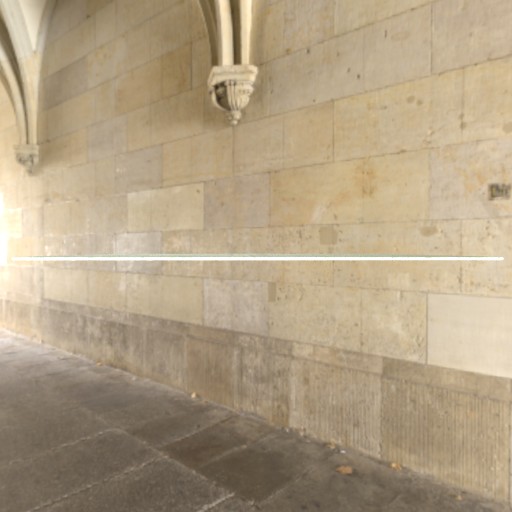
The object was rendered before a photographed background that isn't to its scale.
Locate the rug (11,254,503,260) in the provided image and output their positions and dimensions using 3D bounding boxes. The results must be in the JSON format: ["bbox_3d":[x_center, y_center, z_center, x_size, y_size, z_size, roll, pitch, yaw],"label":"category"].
[{"bbox_3d":[0.000,0.000,3.942,3.039,0.019,2.420,0,1,-1],"label":"rug"}]
